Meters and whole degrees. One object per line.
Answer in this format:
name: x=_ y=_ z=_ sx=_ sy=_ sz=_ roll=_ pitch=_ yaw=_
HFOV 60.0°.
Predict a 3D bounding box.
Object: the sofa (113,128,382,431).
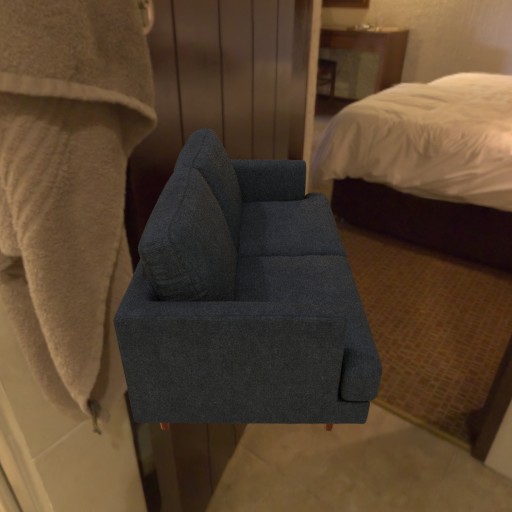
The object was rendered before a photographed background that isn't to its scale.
sofa: x=0.000 y=0.000 z=2.176 sx=0.903 sy=0.944 sz=1.582 roll=0 pitch=31 yaw=0
